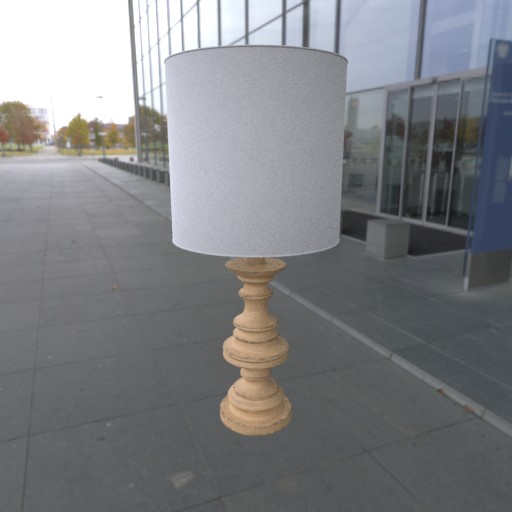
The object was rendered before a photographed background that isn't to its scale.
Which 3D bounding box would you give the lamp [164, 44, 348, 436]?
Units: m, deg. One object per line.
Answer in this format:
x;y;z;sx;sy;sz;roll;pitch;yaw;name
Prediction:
0.000;0.000;0.567;0.208;0.455;0.208;-2;14;-9;lamp
